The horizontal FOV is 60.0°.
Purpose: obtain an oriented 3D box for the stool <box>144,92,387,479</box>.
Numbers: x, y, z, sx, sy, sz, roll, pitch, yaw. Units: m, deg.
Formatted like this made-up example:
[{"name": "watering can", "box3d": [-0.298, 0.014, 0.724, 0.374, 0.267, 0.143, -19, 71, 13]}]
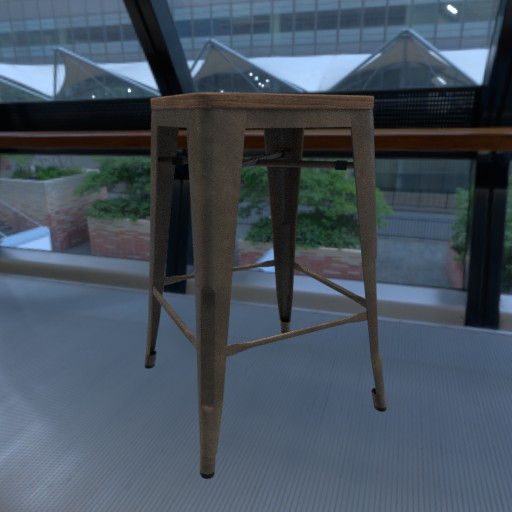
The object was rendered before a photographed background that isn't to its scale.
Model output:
[{"name": "stool", "box3d": [0.000, 0.000, 0.902, 0.407, 0.607, 0.407, -9, 20, -26]}]
